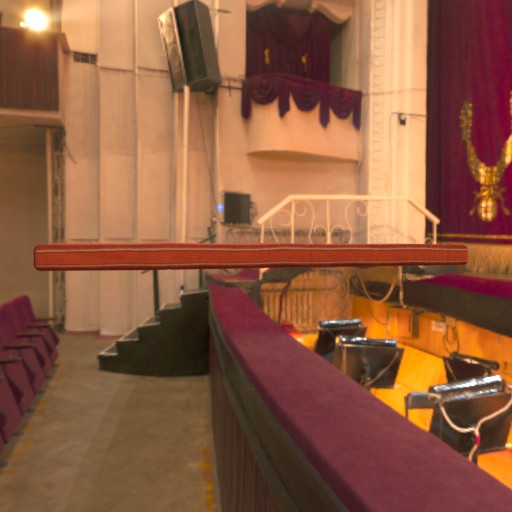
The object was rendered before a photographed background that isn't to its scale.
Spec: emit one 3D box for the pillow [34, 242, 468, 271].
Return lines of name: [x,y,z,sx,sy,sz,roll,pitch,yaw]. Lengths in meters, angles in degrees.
pillow: [0.000,0.000,1.343,1.187,0.081,0.492,0,1,-17]
